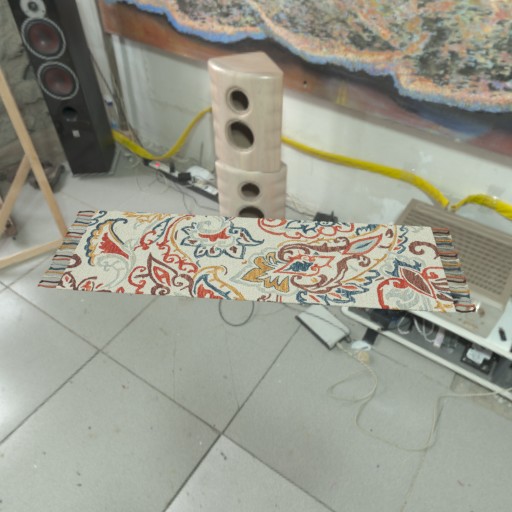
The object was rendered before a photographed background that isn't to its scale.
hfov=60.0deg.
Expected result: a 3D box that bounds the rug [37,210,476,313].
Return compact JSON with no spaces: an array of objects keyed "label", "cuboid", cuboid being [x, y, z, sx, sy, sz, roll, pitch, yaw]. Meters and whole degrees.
[{"label":"rug","cuboid":[0.000,0.000,2.956,2.682,0.015,0.763,3,45,3]}]
